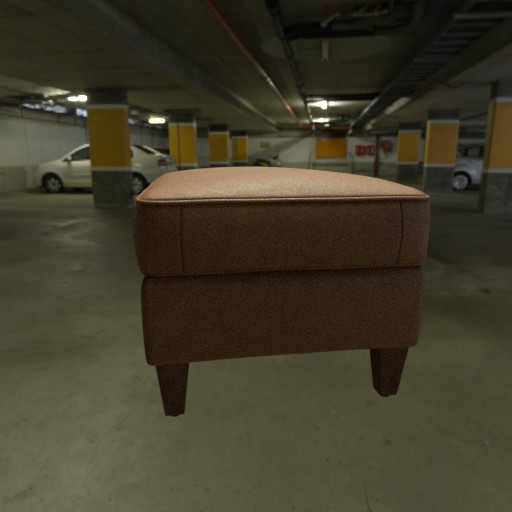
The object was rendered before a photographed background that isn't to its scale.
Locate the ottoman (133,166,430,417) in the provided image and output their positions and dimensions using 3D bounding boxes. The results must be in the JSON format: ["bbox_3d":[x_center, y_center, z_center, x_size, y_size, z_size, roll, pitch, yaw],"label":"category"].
[{"bbox_3d":[0.000,0.000,1.231,0.584,0.483,0.864,-2,13,-9],"label":"ottoman"}]
